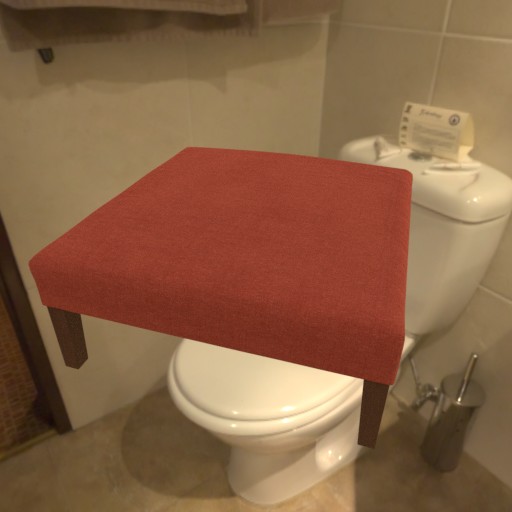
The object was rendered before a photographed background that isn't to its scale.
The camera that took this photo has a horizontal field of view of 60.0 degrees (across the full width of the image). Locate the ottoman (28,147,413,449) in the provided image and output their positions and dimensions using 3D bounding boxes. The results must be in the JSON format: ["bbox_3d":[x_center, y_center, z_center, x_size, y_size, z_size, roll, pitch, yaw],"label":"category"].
[{"bbox_3d":[0.000,0.000,1.405,0.890,0.411,0.889,10,33,15],"label":"ottoman"}]
